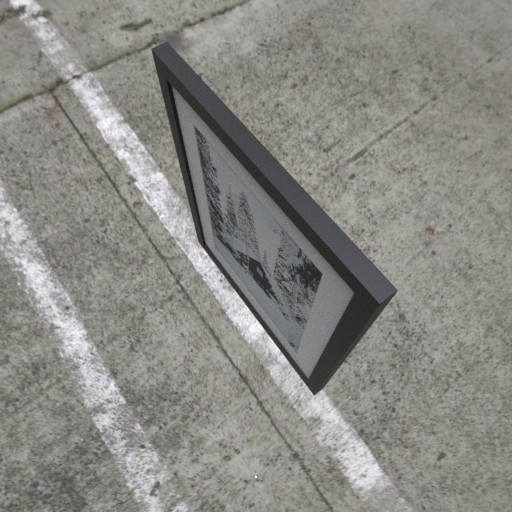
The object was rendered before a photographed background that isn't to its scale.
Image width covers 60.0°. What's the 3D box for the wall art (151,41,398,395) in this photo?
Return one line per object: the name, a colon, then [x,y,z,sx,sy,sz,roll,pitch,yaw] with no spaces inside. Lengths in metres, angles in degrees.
wall art: [0.000,0.000,0.553,0.018,0.397,0.325,-33,68,-15]
